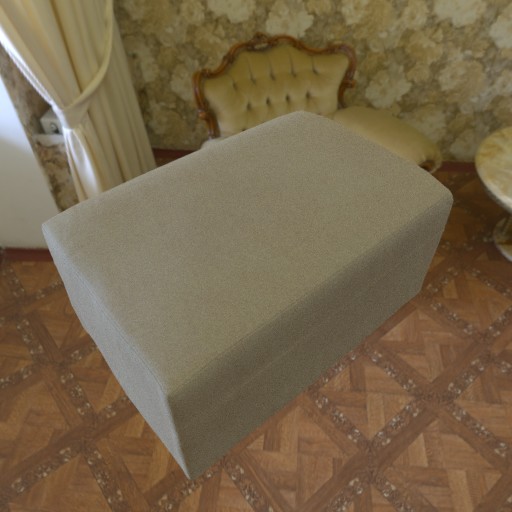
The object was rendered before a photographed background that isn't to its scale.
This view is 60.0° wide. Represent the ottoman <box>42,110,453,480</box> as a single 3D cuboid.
[{"bbox_3d":[0.000,0.000,1.172,0.872,0.444,0.590,-31,53,-27],"label":"ottoman"}]
